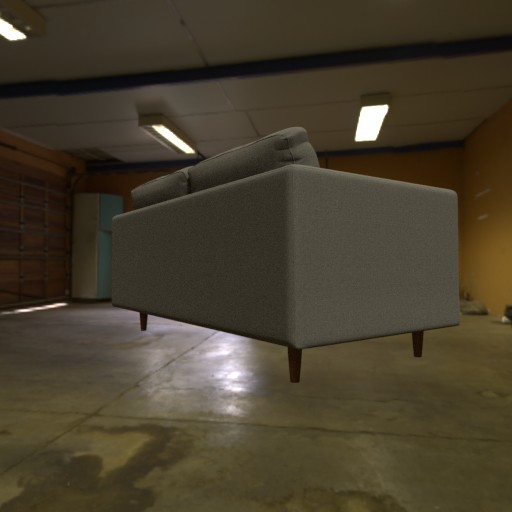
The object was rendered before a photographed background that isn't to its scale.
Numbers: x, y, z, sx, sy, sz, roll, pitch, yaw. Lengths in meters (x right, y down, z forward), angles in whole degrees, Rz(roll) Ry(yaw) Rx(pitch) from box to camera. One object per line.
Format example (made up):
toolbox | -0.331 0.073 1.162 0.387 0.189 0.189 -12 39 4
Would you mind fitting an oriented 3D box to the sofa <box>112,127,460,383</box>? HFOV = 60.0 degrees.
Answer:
sofa | 0.000 0.000 2.244 0.940 0.866 1.713 1 -1 -35
